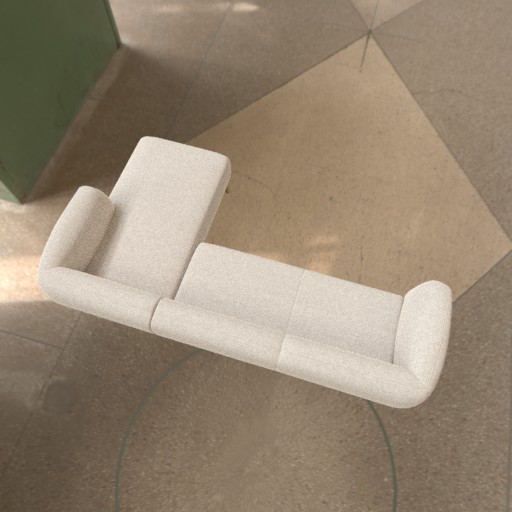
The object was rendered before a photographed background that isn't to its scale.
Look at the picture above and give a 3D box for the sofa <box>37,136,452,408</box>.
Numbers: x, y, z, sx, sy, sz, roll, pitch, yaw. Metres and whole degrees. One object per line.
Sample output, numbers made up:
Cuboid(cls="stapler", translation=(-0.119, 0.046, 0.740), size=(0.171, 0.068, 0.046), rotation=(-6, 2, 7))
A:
Cuboid(cls="sofa", translation=(0.000, 0.000, 3.275), size=(2.660, 0.730, 1.610), rotation=(15, 65, 7))
